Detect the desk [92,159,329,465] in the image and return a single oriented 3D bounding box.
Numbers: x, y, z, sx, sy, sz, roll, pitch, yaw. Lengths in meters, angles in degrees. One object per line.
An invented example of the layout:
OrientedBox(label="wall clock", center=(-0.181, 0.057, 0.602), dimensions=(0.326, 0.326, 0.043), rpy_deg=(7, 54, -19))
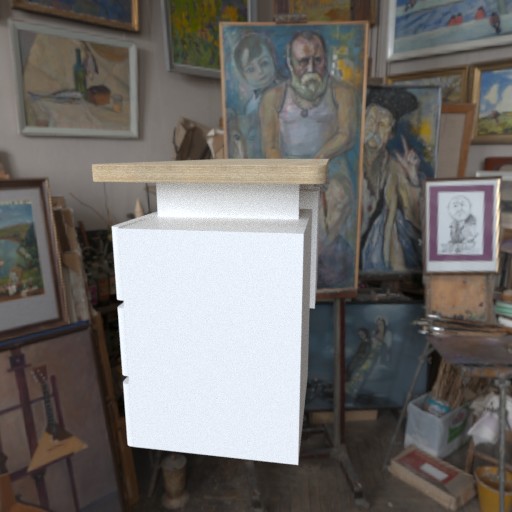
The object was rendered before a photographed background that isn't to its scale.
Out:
OrientedBox(label="desk", center=(0.000, 0.000, 1.794), dimensions=(0.550, 0.755, 1.500), rpy_deg=(2, 13, 9))
